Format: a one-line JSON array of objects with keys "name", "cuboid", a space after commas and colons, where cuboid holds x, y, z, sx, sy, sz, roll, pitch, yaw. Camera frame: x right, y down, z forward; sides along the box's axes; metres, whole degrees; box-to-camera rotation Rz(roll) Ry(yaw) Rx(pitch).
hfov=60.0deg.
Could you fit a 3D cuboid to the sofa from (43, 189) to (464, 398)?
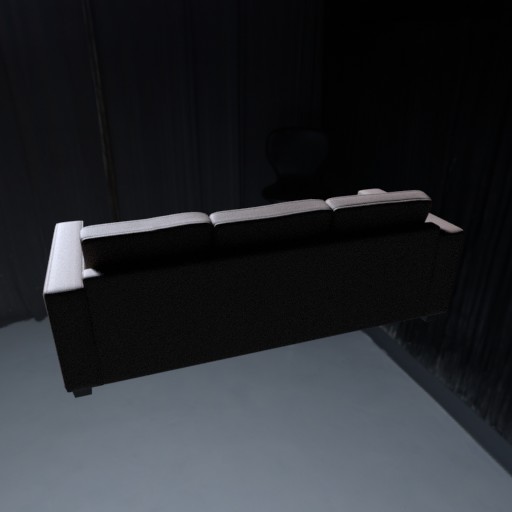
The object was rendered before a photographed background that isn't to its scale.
[{"name": "sofa", "cuboid": [0.000, 0.000, 2.582, 2.160, 0.806, 0.900, -8, 26, -17]}]
